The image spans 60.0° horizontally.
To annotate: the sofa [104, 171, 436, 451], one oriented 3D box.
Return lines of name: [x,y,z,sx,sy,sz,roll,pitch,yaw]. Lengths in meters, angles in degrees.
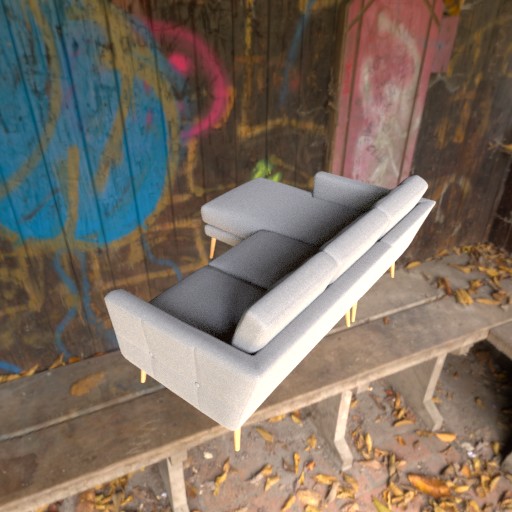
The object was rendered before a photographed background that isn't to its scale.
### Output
sofa: [0.000,0.000,2.828,1.530,0.860,2.040,23,39,31]
